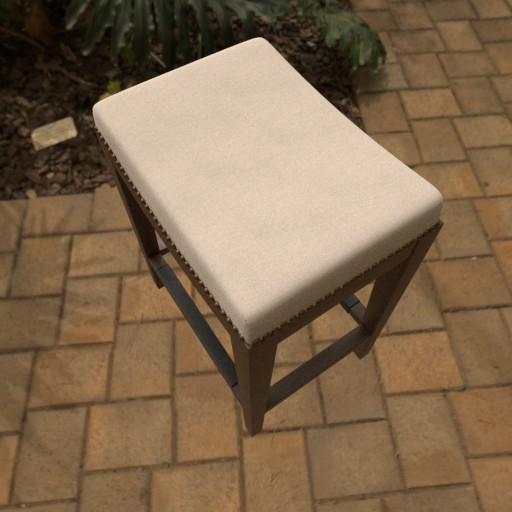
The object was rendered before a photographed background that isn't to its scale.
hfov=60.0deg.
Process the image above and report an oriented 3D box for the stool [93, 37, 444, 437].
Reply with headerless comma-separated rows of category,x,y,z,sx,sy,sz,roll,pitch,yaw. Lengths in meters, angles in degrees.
stool,0.000,0.000,0.931,0.361,0.642,0.500,-30,63,-17
